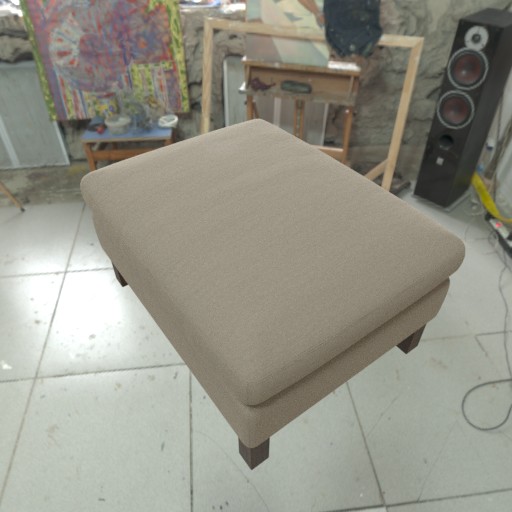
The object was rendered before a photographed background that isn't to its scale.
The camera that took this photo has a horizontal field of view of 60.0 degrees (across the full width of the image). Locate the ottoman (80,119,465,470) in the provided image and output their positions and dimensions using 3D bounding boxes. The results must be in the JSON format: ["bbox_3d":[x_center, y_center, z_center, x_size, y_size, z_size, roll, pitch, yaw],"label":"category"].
[{"bbox_3d":[0.000,0.000,1.134,0.606,0.420,0.771,-26,48,-26],"label":"ottoman"}]
